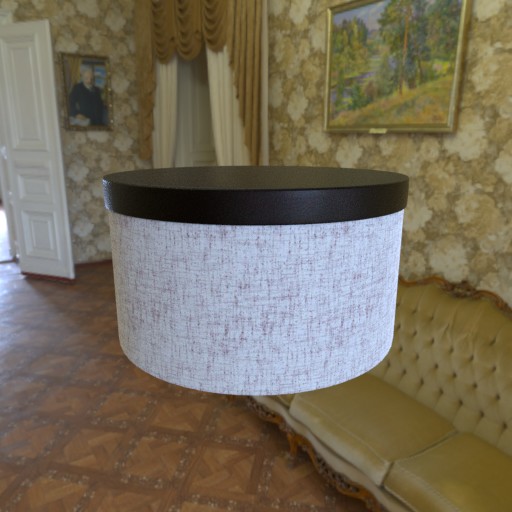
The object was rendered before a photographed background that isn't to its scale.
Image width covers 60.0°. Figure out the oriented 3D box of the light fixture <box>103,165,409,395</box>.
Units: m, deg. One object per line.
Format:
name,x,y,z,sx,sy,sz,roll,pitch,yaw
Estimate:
light fixture,0.000,0.000,0.621,0.389,0.229,0.389,0,15,0
